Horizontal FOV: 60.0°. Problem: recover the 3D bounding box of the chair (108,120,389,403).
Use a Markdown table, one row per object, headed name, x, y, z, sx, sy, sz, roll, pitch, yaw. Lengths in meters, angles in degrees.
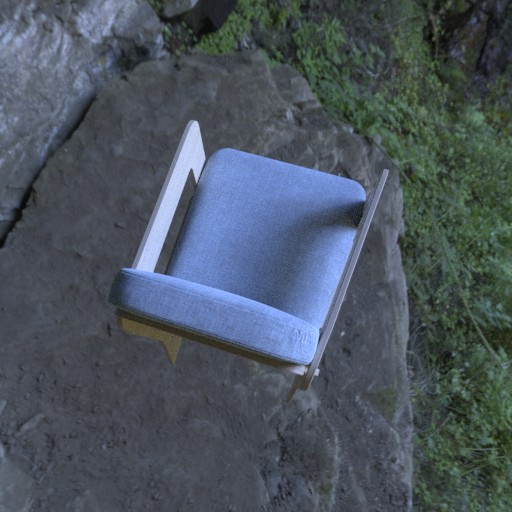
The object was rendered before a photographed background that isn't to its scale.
| name | x | y | z | sx | sy | sz | roll | pitch | yaw |
| --- | --- | --- | --- | --- | --- | --- | --- | --- | --- |
| chair | 0.000 | 0.000 | 1.298 | 0.590 | 0.800 | 0.710 | 16 | 65 | 8 |
